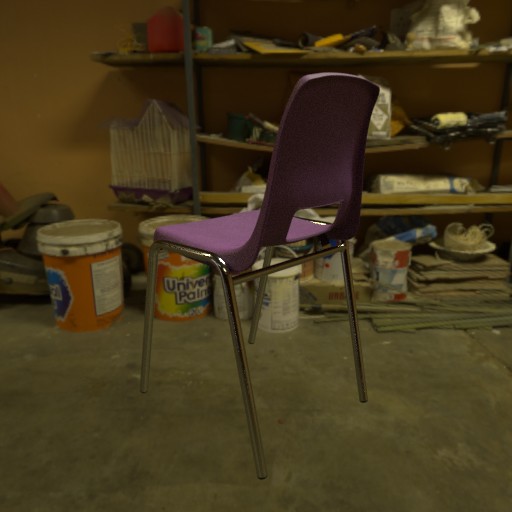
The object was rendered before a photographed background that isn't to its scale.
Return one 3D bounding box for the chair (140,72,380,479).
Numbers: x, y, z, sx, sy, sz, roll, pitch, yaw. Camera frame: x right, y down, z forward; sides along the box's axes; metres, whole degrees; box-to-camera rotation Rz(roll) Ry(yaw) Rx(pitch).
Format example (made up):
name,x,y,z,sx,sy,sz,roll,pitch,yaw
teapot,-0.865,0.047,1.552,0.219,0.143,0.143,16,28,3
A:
name,x,y,z,sx,sy,sz,roll,pitch,yaw
chair,0.000,0.000,0.961,0.381,0.704,0.432,-15,22,-42
